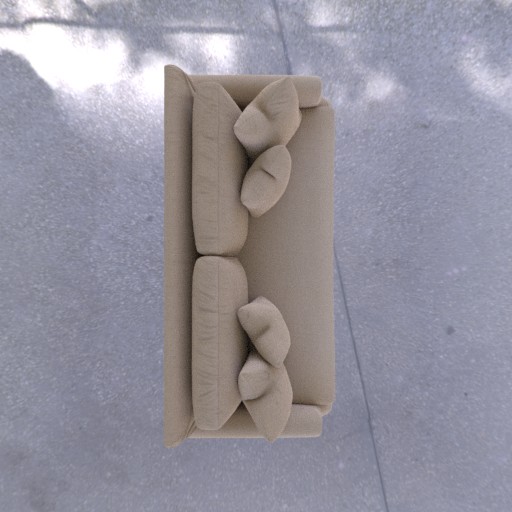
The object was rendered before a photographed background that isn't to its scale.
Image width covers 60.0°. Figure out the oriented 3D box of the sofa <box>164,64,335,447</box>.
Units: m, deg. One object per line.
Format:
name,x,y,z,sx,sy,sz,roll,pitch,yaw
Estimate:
sofa,0.000,0.000,2.854,1.067,0.904,2.285,0,90,0
